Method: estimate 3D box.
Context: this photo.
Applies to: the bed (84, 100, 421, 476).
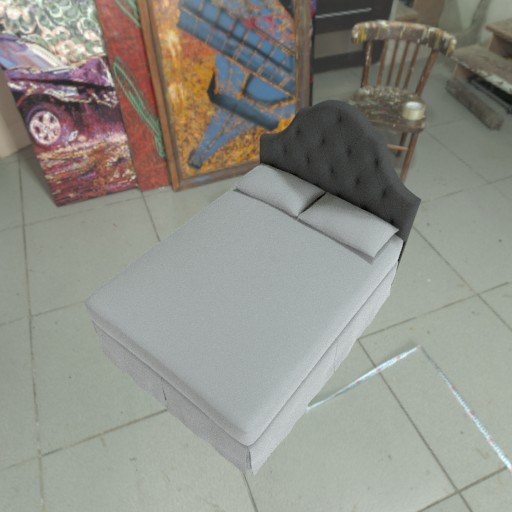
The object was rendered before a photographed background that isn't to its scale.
[{"bbox_3d":[0.000,0.000,3.309,1.636,1.575,2.155,30,54,25],"label":"bed"}]
